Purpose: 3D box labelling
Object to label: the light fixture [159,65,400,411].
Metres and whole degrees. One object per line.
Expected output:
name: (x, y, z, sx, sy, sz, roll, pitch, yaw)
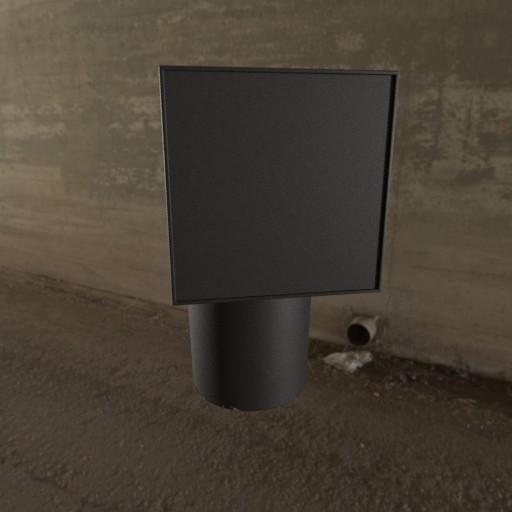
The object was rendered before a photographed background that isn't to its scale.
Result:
light fixture: (0.000, 0.000, 0.351, 0.130, 0.257, 0.176, -3, 16, -10)
